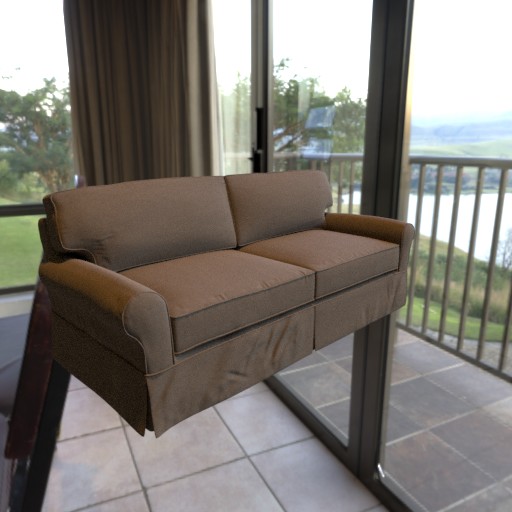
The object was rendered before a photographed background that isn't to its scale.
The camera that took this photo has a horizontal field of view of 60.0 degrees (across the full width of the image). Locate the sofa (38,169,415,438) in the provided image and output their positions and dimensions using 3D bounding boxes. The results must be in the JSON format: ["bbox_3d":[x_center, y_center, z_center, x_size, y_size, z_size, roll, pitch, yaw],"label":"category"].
[{"bbox_3d":[0.000,0.000,2.673,2.248,0.943,0.991,-14,20,-43],"label":"sofa"}]
